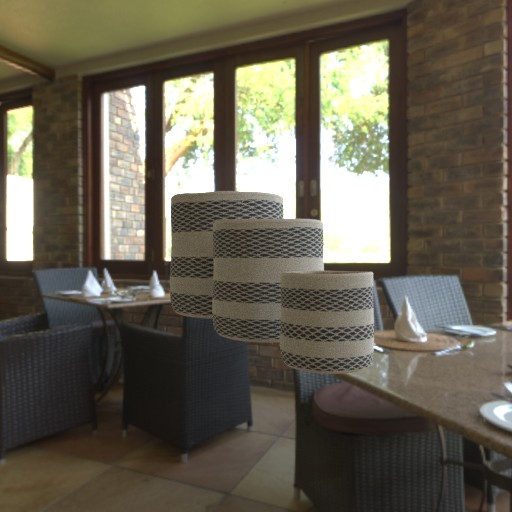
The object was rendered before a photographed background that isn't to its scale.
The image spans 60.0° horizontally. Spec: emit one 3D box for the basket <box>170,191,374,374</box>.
[{"bbox_3d":[0.000,0.000,1.098,0.351,0.356,0.917,0,0,-18],"label":"basket"}]
